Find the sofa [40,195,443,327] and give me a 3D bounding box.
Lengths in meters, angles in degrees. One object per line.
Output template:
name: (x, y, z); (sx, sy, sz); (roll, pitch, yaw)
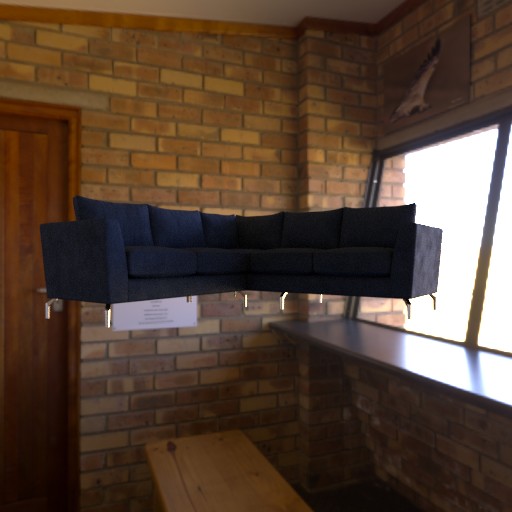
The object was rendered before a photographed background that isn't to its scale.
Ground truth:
sofa: (0.000, 0.000, 3.785); (2.463, 0.988, 2.472); (0, 0, 36)
